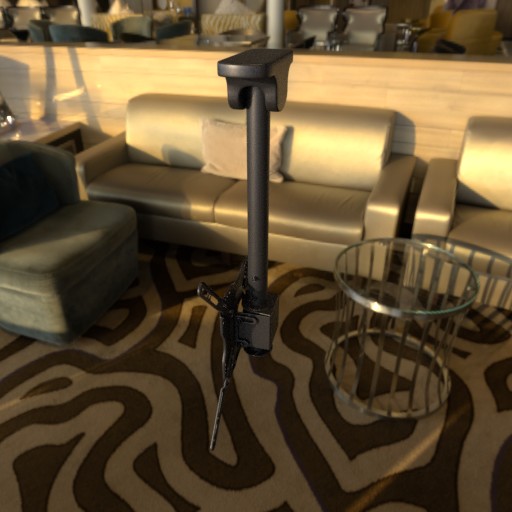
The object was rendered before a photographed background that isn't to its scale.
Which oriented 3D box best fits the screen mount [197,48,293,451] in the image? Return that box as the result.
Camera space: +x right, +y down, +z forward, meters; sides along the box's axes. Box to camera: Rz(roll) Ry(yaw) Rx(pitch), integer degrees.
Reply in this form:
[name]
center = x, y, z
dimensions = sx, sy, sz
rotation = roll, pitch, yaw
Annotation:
[screen mount]
center = 0.000, 0.000, 0.878
dimensions = 0.090, 0.729, 0.393
rotation = 8, 31, 13
